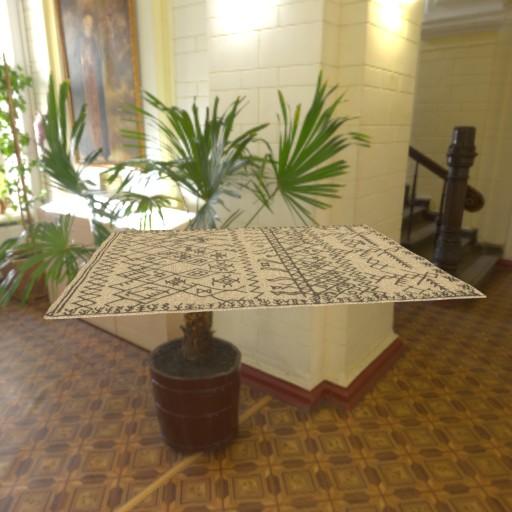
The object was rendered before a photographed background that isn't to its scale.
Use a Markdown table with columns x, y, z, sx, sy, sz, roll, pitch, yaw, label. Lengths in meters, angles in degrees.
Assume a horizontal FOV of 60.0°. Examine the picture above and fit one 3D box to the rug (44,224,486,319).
| x | y | z | sx | sy | sz | roll | pitch | yaw | label |
| --- | --- | --- | --- | --- | --- | --- | --- | --- | --- |
| 0.000 | 0.000 | 3.334 | 2.455 | 0.025 | 1.964 | -2 | 16 | -7 | rug |
